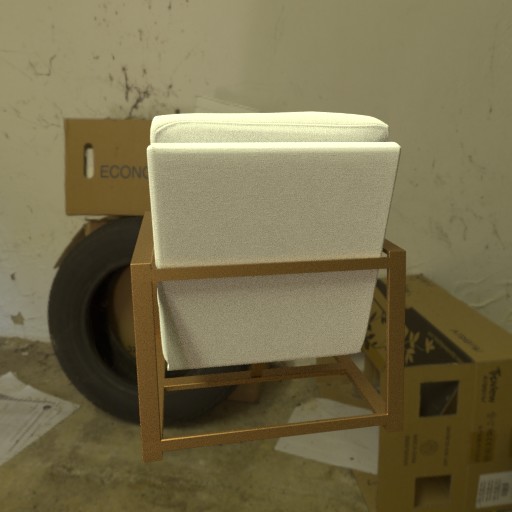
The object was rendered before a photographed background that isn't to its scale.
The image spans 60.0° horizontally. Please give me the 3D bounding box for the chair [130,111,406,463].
[{"bbox_3d":[0.000,0.000,1.588,0.805,0.966,0.813,-3,16,-10],"label":"chair"}]
